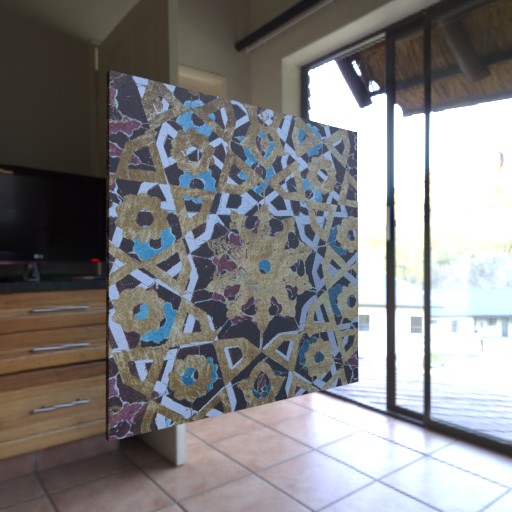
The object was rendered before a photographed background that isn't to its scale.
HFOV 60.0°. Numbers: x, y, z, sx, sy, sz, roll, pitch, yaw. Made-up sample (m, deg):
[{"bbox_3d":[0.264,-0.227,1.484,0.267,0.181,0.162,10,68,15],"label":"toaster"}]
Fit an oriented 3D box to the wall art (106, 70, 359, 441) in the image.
[{"bbox_3d":[0.000,0.000,0.606,0.404,0.406,0.010,0,-1,-36],"label":"wall art"}]
